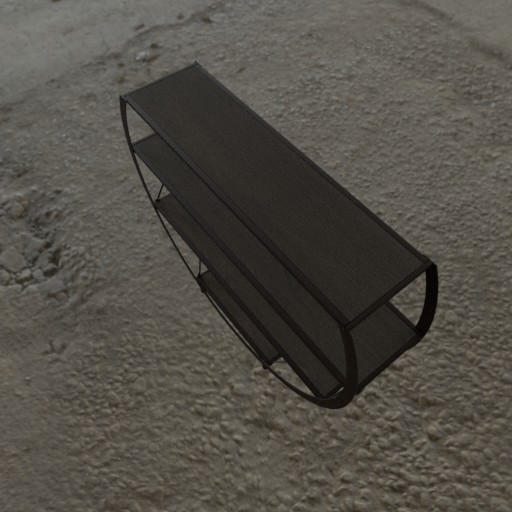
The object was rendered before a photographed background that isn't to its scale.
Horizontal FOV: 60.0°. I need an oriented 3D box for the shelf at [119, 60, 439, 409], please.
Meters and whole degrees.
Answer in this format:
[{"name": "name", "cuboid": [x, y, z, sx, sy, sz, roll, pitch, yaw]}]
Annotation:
[{"name": "shelf", "cuboid": [0.000, 0.000, 1.892, 0.344, 1.063, 1.403, -33, 63, -20]}]
